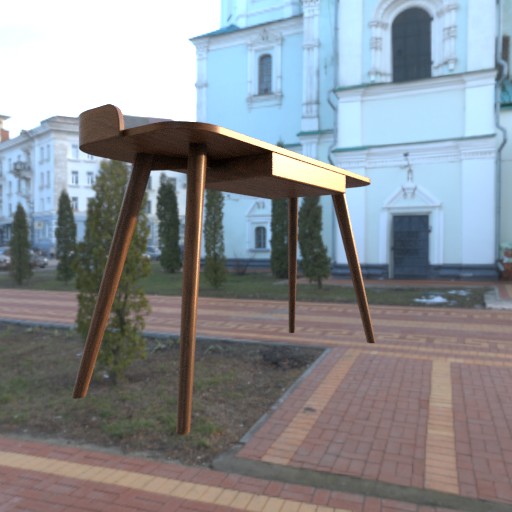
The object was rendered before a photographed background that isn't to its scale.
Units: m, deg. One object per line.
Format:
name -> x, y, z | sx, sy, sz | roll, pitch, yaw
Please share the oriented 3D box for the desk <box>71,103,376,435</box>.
desk -> 0.000, 0.000, 1.647 | 0.486, 0.800, 1.256 | 1, 1, 35
